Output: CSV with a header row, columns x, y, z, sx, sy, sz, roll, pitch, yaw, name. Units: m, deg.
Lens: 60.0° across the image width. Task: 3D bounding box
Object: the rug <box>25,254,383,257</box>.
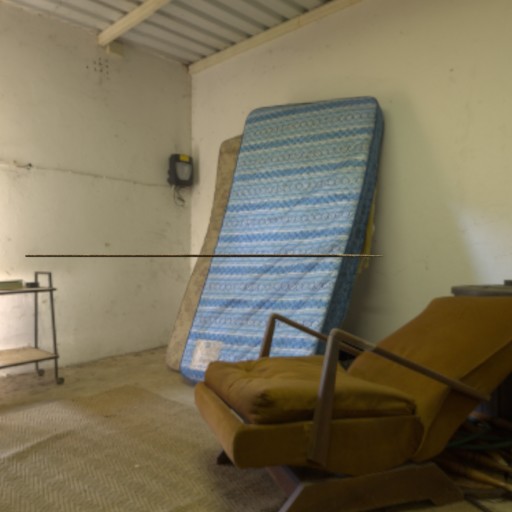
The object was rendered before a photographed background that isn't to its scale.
x,y,z,sx,sy,sz,roll,pitch,yaw,name
0.000,0.000,3.040,1.526,0.011,2.435,0,0,20,rug
